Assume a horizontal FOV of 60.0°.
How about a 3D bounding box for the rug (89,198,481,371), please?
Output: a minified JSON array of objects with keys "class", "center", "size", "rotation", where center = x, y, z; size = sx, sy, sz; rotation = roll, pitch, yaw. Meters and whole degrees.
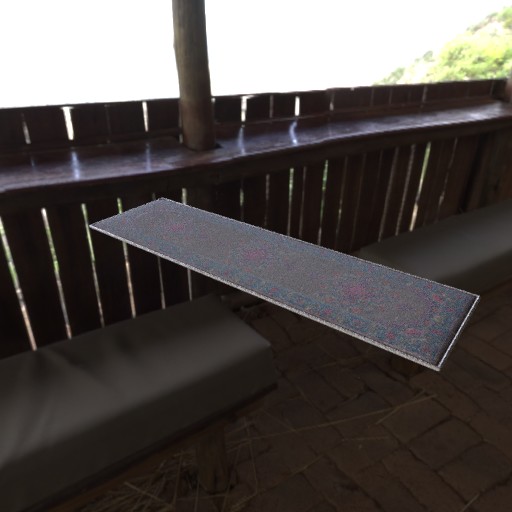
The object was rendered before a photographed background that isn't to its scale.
[{"class":"rug","center":[0.000,0.000,2.570],"size":[2.297,0.019,0.659],"rotation":[19,34,32]}]
